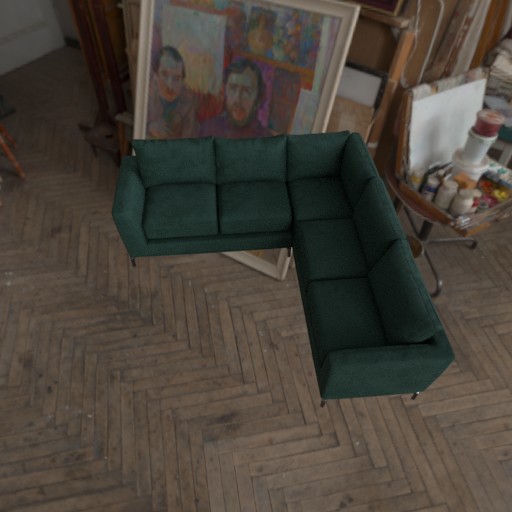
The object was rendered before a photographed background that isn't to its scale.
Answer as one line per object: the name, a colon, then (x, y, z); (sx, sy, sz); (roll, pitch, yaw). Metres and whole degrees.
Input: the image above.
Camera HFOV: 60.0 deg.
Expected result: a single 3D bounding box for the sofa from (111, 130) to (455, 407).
sofa: (0.000, 0.000, 3.849); (2.468, 1.004, 2.452); (-4, 49, -3)
